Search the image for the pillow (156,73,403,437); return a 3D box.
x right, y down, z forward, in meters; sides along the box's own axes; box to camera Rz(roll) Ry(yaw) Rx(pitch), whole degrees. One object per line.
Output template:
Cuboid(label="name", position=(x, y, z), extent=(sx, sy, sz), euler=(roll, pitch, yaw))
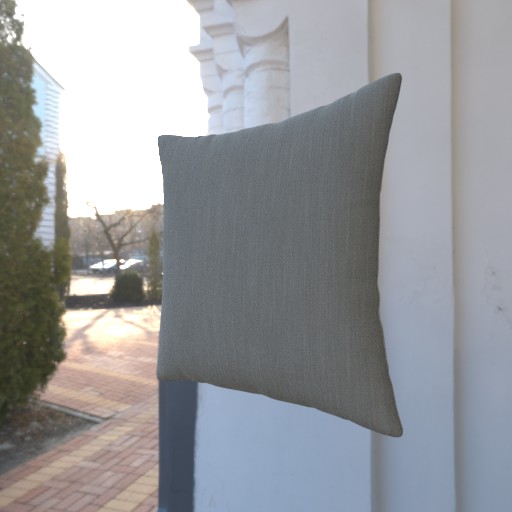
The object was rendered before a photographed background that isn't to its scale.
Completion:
Cuboid(label="pillow", position=(0.000, 0.000, 0.769), extent=(0.511, 0.509, 0.161), euler=(-1, -1, 37))
